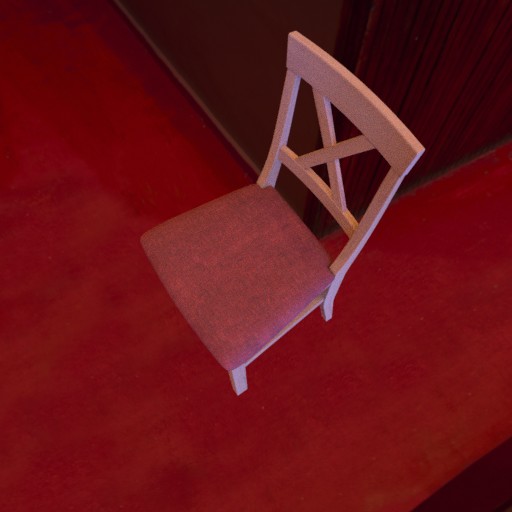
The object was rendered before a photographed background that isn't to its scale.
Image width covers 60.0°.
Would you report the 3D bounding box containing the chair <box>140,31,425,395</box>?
[{"bbox_3d":[0.000,0.000,1.180,0.492,0.912,0.439,-32,68,-15],"label":"chair"}]
